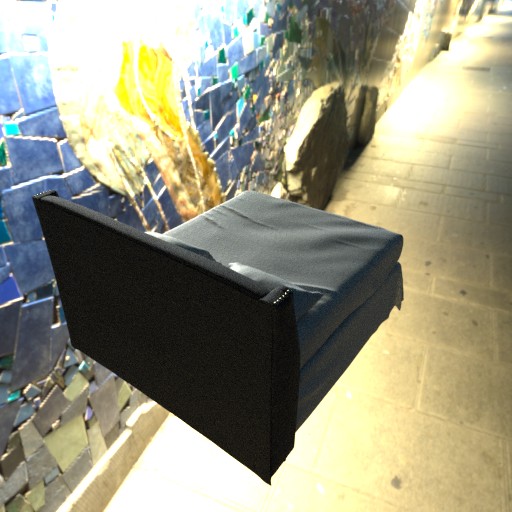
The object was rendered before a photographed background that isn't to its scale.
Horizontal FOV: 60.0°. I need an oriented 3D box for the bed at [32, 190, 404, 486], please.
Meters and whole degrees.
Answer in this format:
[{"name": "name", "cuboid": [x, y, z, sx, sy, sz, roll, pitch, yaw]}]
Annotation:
[{"name": "bed", "cuboid": [0.000, 0.000, 3.429, 1.925, 1.332, 2.276, 21, 37, 31]}]
